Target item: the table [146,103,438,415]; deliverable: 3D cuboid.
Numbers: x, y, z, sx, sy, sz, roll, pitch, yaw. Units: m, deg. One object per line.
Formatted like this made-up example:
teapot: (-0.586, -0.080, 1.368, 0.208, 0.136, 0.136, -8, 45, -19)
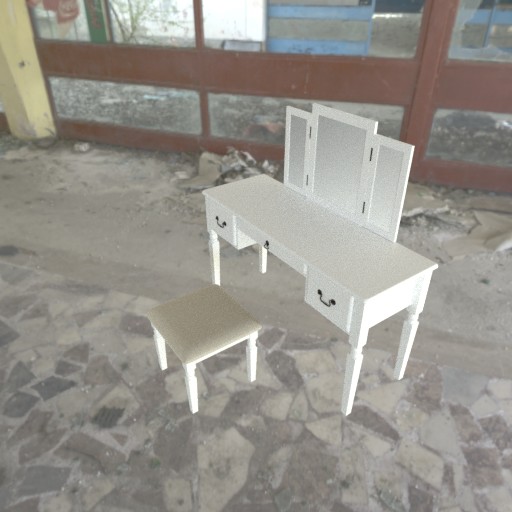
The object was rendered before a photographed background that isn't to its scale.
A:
table: (0.000, 0.000, 2.300, 1.115, 1.310, 1.369, -21, 38, -29)
